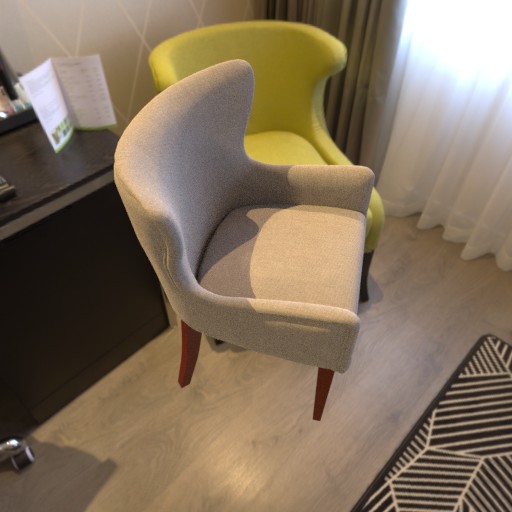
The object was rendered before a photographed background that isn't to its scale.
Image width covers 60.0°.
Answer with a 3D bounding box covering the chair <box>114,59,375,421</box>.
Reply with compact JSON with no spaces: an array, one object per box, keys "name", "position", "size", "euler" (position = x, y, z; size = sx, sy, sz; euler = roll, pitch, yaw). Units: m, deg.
[{"name":"chair","position":[0.000,0.000,1.431],"size":[0.677,0.948,0.732],"euler":[10,48,9]}]
